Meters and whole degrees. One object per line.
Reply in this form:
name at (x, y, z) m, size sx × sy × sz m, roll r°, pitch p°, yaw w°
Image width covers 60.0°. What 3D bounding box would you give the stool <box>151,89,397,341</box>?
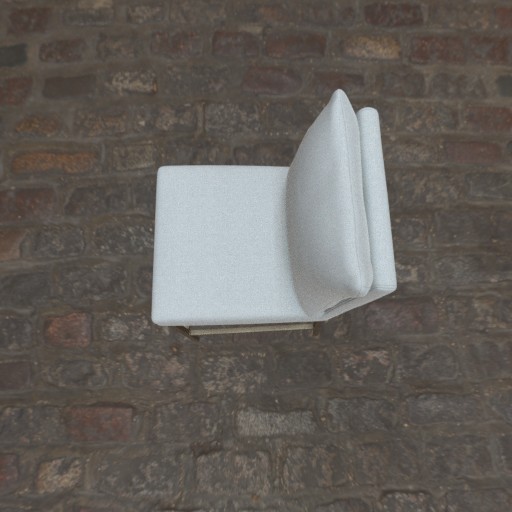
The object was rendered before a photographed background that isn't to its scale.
stool at (0.000, 0.000, 1.428) m, size 0.572 × 1.125 × 0.463 m, roll -1°, pitch 75°, yaw 0°
